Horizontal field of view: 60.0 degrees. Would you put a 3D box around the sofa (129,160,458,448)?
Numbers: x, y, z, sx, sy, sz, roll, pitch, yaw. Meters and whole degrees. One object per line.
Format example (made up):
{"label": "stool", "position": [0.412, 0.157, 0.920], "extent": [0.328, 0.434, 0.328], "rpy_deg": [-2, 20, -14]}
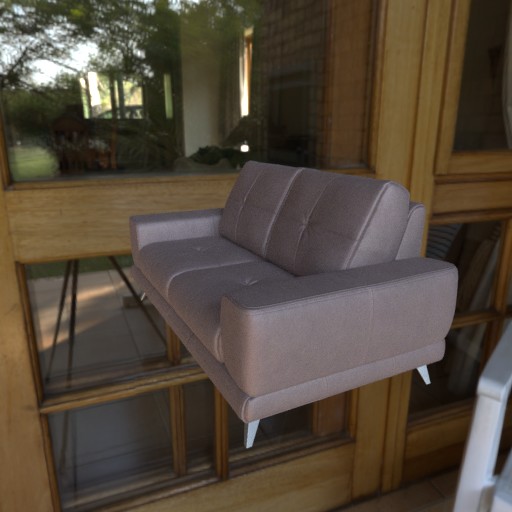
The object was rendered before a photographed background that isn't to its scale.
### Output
{"label": "sofa", "position": [0.000, 0.000, 2.375], "extent": [1.018, 0.907, 1.806], "rpy_deg": [-8, 18, -26]}
